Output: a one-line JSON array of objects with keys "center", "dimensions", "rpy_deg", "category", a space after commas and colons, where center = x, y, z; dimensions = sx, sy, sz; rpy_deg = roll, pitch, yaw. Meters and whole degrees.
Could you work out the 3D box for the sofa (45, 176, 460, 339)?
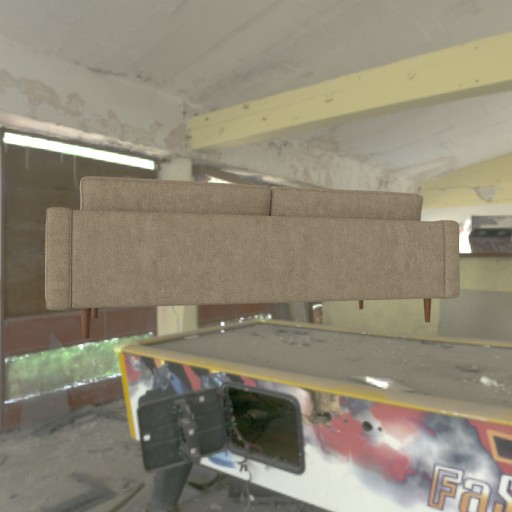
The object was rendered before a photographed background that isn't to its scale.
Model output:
[{"center": [0.000, 0.000, 2.660], "dimensions": [2.200, 0.770, 0.919], "rpy_deg": [0, -1, -17], "category": "sofa"}]
